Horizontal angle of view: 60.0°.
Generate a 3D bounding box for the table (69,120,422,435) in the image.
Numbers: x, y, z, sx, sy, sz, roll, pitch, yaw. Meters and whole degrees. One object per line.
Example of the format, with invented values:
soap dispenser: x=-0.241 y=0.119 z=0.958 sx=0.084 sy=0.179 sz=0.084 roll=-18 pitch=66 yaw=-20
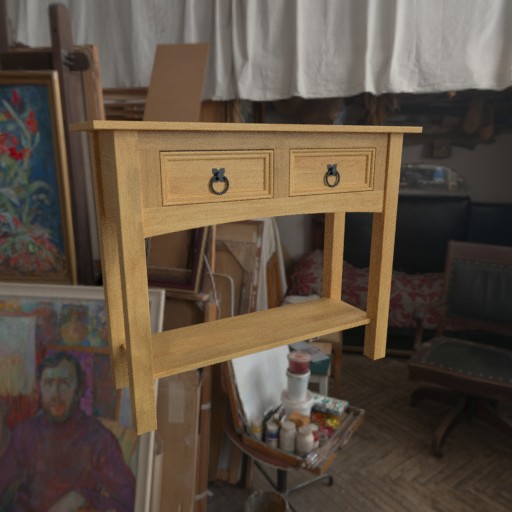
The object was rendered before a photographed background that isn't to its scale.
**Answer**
table: x=0.000 y=0.000 z=1.289 sx=0.900 sy=0.728 sz=0.340 roll=-8 pitch=17 yaw=-28
